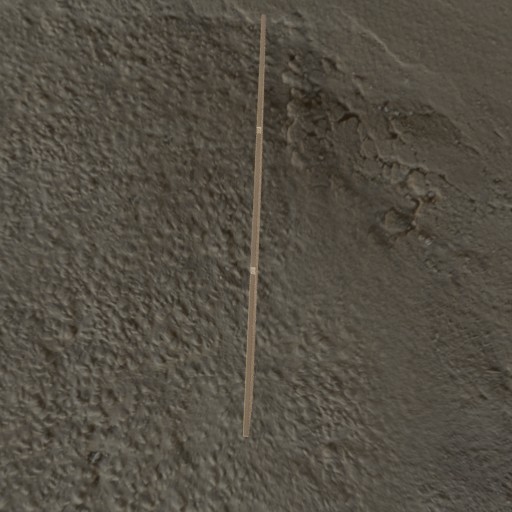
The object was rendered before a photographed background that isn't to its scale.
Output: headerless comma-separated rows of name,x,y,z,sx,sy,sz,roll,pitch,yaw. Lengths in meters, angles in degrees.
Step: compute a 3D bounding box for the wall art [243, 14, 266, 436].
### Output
wall art,0.000,0.000,1.798,0.013,1.218,1.219,2,75,1
